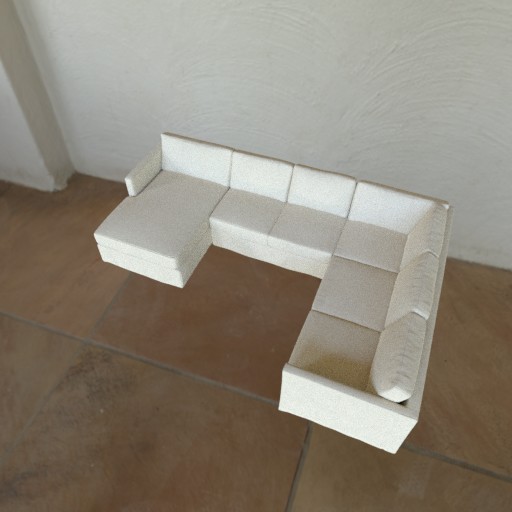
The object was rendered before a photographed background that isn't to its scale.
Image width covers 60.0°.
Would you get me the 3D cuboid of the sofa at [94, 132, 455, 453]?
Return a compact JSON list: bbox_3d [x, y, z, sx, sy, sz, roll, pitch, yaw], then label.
[{"bbox_3d":[0.000,0.000,4.452,3.464,0.882,2.448,17,50,15],"label":"sofa"}]
